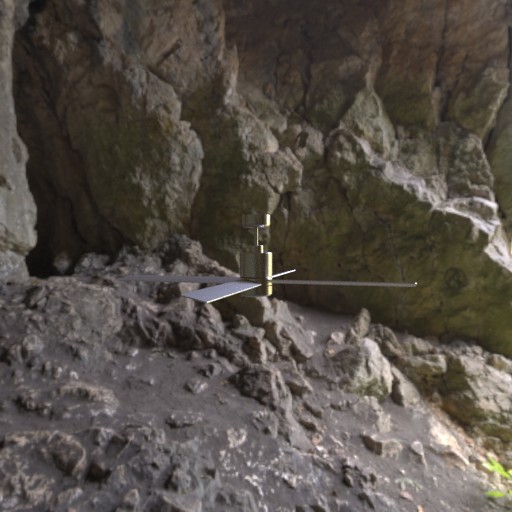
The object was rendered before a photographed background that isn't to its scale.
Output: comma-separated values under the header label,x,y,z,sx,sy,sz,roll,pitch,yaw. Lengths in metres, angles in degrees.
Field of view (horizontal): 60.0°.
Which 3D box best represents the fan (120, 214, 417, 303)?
label,x,y,z,sx,sy,sz,roll,pitch,yaw
fan,0.000,0.000,1.934,1.322,0.355,1.322,0,2,16
